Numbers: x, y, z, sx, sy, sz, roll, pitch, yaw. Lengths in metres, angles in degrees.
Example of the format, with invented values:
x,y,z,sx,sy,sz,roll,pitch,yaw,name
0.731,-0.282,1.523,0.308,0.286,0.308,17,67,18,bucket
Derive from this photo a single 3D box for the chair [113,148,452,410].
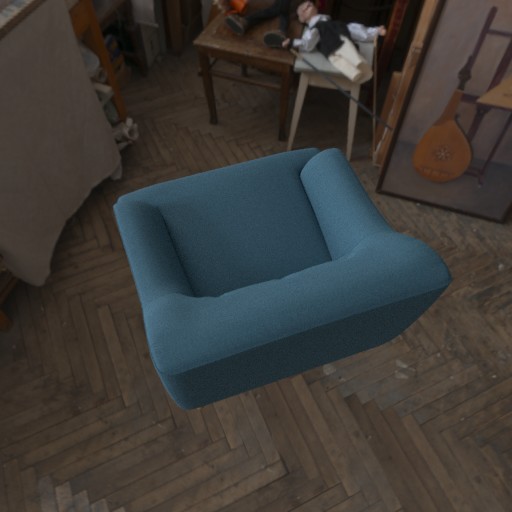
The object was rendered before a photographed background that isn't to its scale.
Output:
x,y,z,sx,sy,sz,roll,pitch,yaw,name
0.000,0.000,1.662,0.946,0.818,0.951,-16,60,-10,chair
